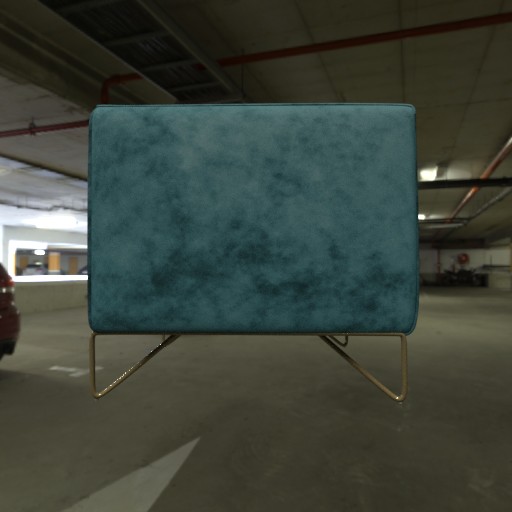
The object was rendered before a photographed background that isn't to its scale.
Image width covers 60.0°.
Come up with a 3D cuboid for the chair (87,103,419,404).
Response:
[{"bbox_3d":[0.000,0.000,1.582,0.894,0.790,0.880,0,-2,1],"label":"chair"}]
